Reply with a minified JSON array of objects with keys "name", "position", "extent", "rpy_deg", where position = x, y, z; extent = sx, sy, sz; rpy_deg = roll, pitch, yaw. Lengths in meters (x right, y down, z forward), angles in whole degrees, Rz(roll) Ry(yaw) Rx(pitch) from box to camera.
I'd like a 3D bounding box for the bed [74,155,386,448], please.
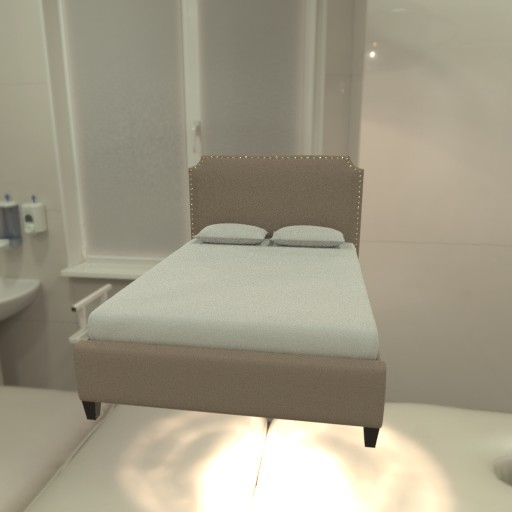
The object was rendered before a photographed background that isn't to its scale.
[{"name":"bed","position":[0.000,0.000,3.373],"extent":[1.713,1.443,2.372],"rpy_deg":[2,14,9]}]
